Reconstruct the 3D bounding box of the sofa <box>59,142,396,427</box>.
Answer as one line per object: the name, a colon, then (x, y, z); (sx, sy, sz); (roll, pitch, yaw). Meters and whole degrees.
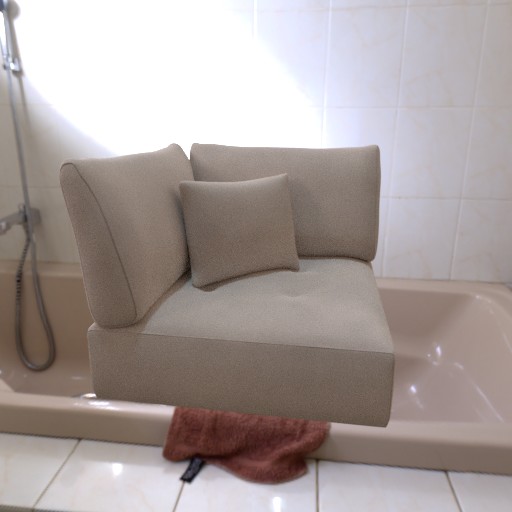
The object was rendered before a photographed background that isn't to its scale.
sofa: (0.000, 0.000, 1.741); (1.000, 0.820, 1.000); (3, 17, 9)
